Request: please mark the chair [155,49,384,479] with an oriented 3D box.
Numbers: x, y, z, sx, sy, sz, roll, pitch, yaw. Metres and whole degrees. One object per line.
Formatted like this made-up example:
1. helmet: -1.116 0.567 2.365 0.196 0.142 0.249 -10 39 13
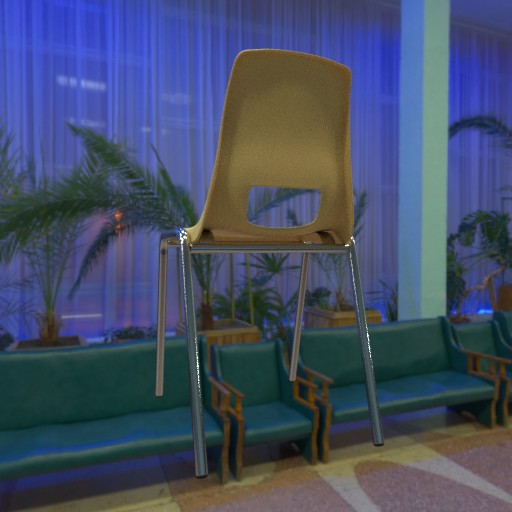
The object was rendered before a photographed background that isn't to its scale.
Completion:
1. chair: 0.000 0.000 0.956 0.381 0.704 0.436 0 1 -20
